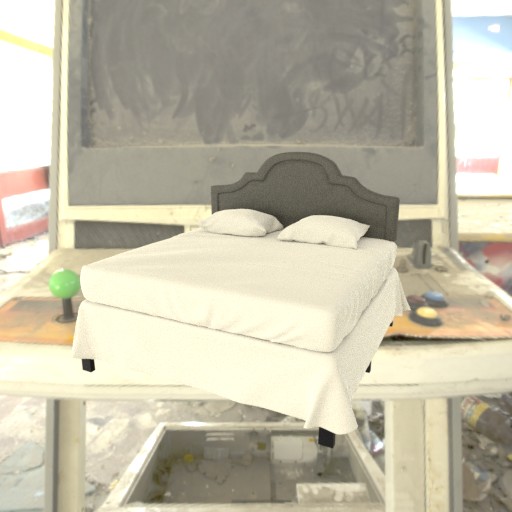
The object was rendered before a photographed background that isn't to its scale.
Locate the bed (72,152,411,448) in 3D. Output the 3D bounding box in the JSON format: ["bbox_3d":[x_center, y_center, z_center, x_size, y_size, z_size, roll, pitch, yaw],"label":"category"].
[{"bbox_3d":[0.000,0.000,3.697,2.303,1.631,2.222,8,17,25],"label":"bed"}]
